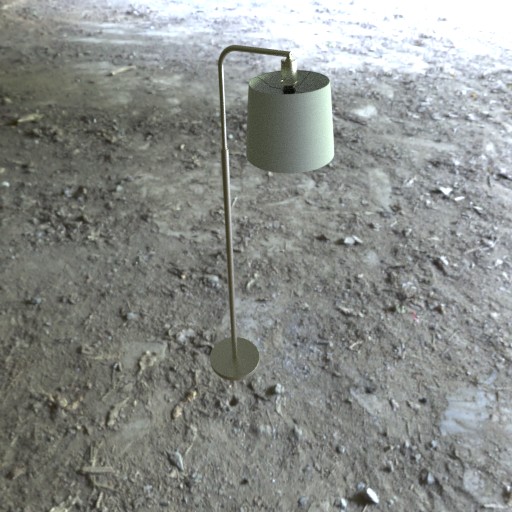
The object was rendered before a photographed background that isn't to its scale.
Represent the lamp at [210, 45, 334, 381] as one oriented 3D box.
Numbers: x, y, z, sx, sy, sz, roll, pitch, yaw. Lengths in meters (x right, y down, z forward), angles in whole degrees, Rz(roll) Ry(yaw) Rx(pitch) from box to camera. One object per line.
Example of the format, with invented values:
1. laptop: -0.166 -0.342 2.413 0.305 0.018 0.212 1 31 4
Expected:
1. lamp: 0.000 0.000 1.658 0.508 1.478 0.254 26 47 28
